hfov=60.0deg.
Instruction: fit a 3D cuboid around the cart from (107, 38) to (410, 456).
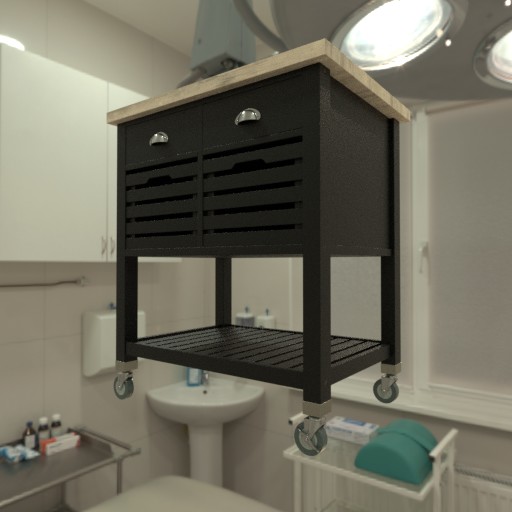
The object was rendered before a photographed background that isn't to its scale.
[{"bbox_3d":[0.000,0.000,1.410,0.797,0.920,0.567,-1,-1,37],"label":"cart"}]
